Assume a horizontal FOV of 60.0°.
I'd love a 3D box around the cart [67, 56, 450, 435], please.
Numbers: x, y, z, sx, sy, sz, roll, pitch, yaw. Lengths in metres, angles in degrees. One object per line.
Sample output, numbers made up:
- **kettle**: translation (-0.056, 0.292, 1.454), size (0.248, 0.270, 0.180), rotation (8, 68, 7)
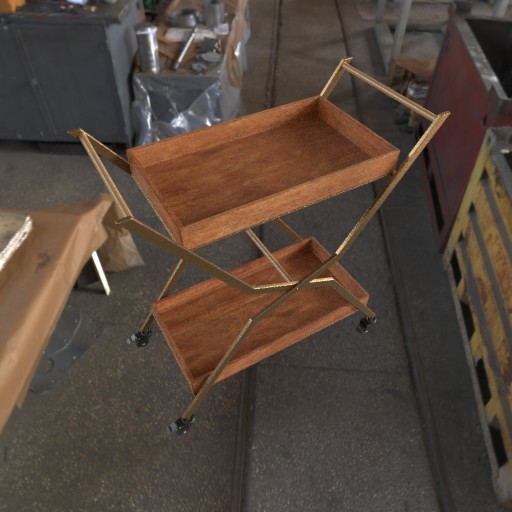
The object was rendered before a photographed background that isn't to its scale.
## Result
- **cart**: translation (0.000, 0.000, 1.317), size (0.836, 0.869, 0.405), rotation (-22, 50, -20)
